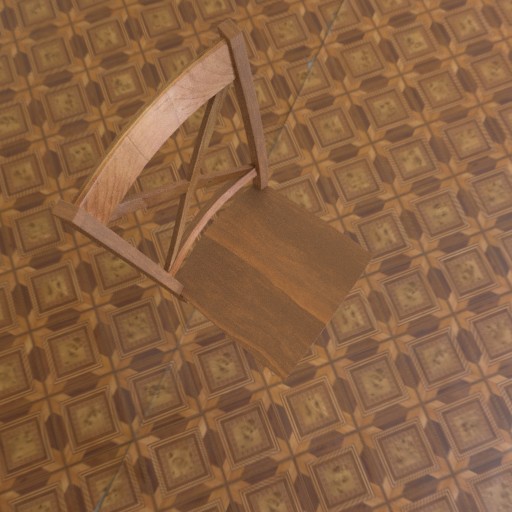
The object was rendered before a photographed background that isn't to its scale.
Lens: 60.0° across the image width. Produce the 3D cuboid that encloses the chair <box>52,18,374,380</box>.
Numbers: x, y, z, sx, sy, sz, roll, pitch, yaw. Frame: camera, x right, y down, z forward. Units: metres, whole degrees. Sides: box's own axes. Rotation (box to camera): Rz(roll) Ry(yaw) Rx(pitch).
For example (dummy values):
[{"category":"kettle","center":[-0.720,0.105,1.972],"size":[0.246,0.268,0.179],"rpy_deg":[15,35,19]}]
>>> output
[{"category":"chair","center":[0.000,0.000,1.231],"size":[0.542,0.983,0.485],"rpy_deg":[36,79,8]}]
